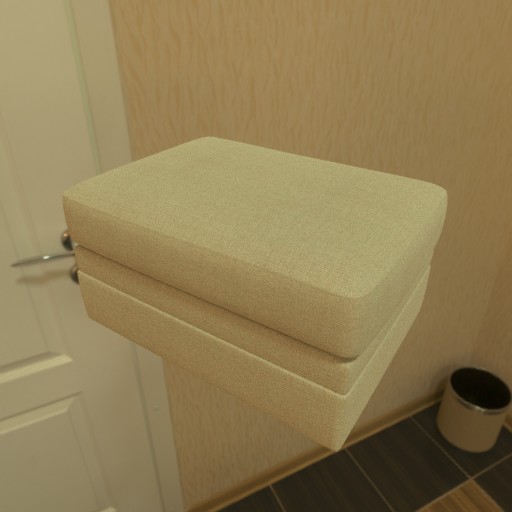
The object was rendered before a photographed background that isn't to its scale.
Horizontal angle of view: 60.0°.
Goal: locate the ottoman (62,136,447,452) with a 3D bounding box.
[{"bbox_3d":[0.000,0.000,1.273,0.885,0.478,0.637,19,36,29],"label":"ottoman"}]
